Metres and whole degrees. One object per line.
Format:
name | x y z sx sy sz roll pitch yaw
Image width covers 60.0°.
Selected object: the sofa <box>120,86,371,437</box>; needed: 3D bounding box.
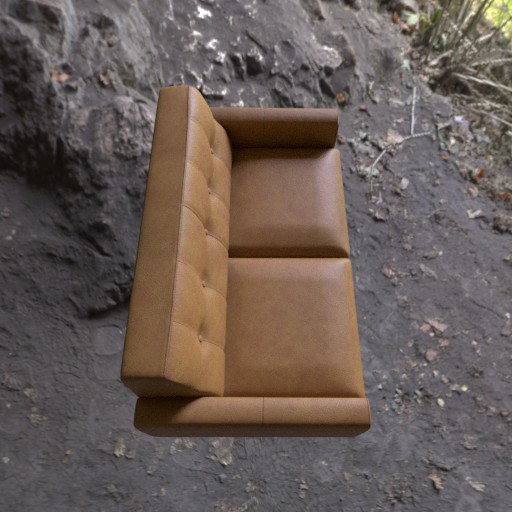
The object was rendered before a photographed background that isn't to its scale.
sofa | 0.000 0.000 2.207 0.952 0.925 1.651 0 63 0
